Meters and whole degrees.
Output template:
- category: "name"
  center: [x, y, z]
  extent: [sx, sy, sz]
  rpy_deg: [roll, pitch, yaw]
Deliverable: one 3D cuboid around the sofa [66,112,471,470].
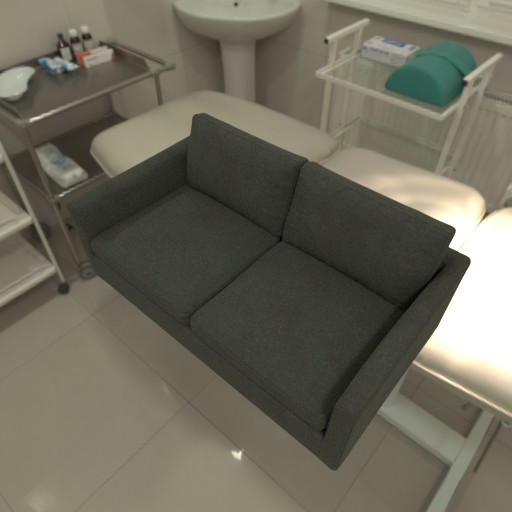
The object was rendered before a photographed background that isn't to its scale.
- category: "sofa"
  center: [0.000, 0.000, 2.475]
  extent: [1.909, 0.845, 1.091]
  rpy_deg: [32, 54, 27]
